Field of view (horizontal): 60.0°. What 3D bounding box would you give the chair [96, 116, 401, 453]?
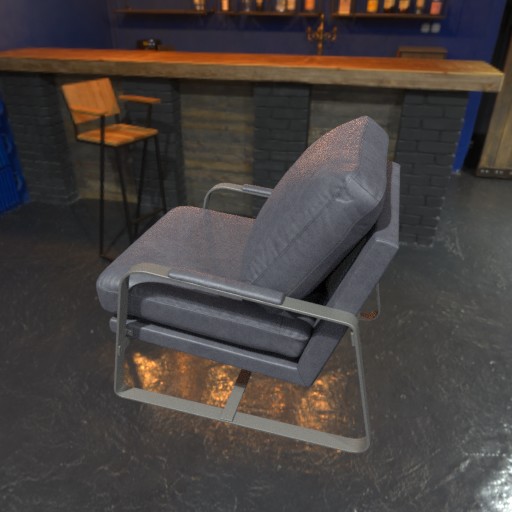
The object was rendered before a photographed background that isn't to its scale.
[{"bbox_3d":[0.000,0.000,1.481,0.878,0.839,0.692,8,31,14],"label":"chair"}]
